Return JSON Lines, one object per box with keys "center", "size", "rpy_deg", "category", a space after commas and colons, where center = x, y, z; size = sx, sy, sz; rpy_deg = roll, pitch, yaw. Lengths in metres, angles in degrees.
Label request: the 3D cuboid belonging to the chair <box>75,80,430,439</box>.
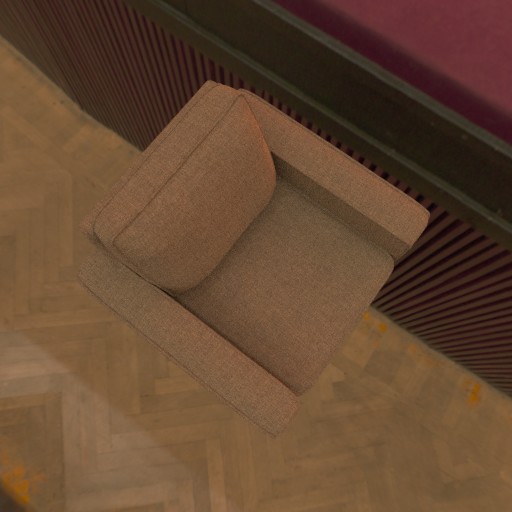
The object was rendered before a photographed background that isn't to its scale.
{"center": [0.000, 0.000, 1.752], "size": [0.940, 0.914, 1.016], "rpy_deg": [36, 78, 9], "category": "chair"}
